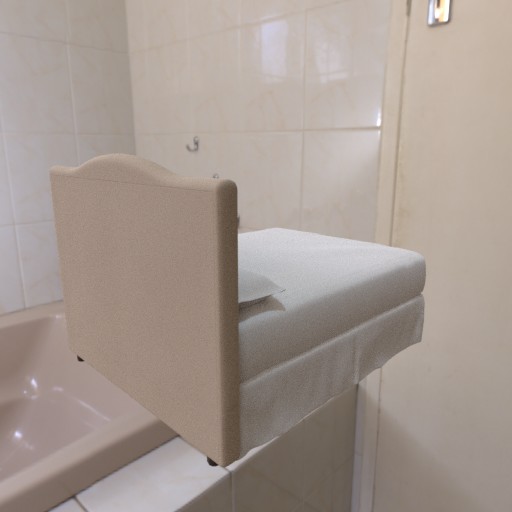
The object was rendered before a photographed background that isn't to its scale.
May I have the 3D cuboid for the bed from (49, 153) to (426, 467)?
[{"bbox_3d":[0.000,0.000,3.049,2.052,1.398,1.678,-13,19,-43],"label":"bed"}]
